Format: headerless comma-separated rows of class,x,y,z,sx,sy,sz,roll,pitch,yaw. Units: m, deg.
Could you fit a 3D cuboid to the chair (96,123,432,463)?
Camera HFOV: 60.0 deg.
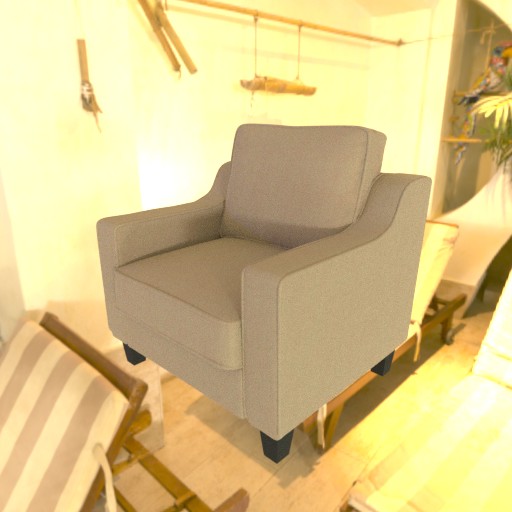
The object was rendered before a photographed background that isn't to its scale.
chair,0.000,0.000,1.678,0.922,0.948,0.882,16,24,41
